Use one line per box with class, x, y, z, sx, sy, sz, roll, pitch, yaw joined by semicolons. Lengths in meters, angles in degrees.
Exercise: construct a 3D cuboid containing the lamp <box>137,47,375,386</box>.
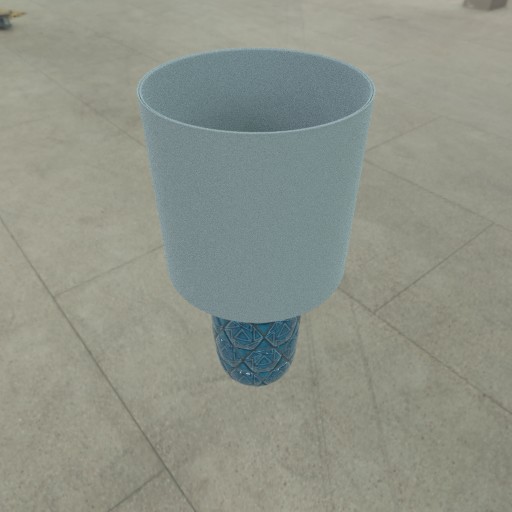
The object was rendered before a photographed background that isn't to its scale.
lamp;0.000;0.000;0.487;0.193;0.377;0.193;10;42;11
